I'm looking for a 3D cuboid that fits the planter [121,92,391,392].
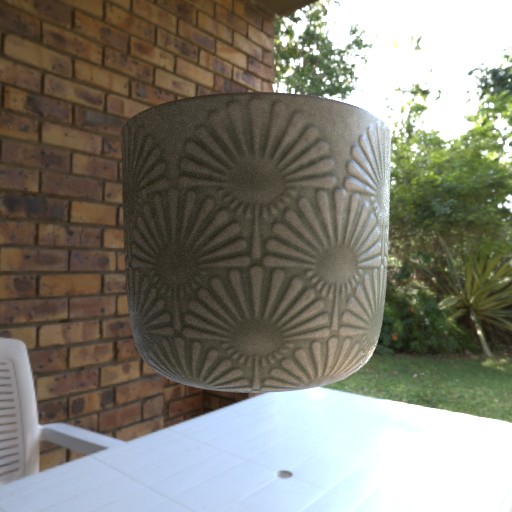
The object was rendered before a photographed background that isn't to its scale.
[{"bbox_3d":[0.000,0.000,0.211,0.124,0.109,0.124,0,-2,0],"label":"planter"}]
